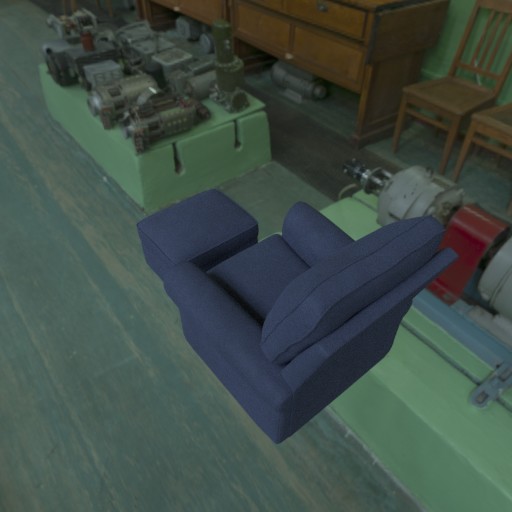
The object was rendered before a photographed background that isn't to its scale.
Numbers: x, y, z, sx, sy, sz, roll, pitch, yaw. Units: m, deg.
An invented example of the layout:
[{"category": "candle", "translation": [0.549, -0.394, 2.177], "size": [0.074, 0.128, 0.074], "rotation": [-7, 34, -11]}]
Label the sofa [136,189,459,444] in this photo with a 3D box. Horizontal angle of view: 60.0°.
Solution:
[{"category": "sofa", "translation": [0.000, 0.000, 2.079], "size": [0.880, 0.959, 1.478], "rotation": [-29, 51, -27]}]
